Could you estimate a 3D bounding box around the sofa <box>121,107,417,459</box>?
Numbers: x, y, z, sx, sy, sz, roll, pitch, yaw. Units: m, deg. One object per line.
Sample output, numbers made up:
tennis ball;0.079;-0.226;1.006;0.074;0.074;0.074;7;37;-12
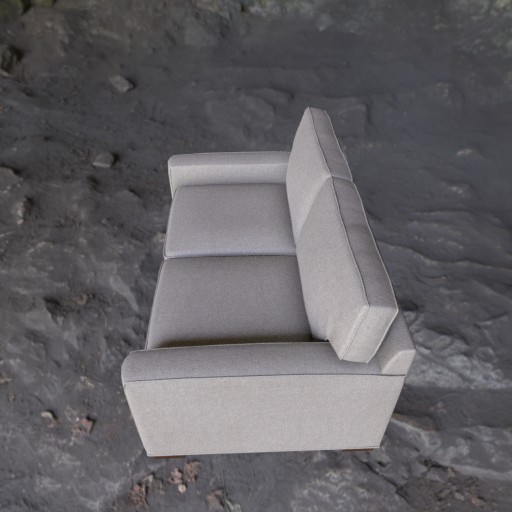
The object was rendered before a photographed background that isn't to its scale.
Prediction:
sofa;0.000;0.000;2.053;0.940;0.853;1.484;-1;41;-2
